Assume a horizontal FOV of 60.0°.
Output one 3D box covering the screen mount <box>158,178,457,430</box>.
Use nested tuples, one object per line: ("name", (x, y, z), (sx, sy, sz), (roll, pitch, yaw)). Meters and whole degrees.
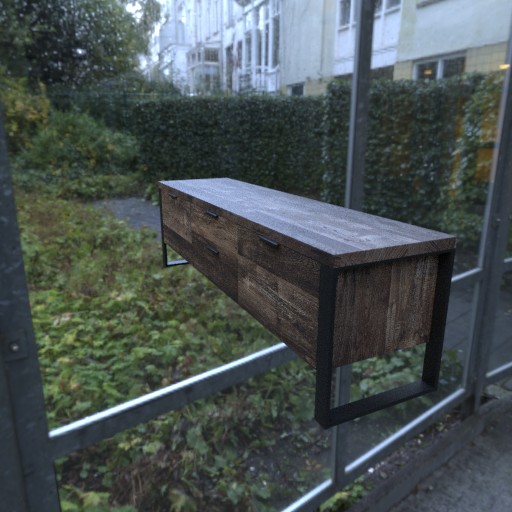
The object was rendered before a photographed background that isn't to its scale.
("screen mount", (0.000, 0.000, 1.767), (0.395, 0.450, 1.524), (-8, 18, -25))
